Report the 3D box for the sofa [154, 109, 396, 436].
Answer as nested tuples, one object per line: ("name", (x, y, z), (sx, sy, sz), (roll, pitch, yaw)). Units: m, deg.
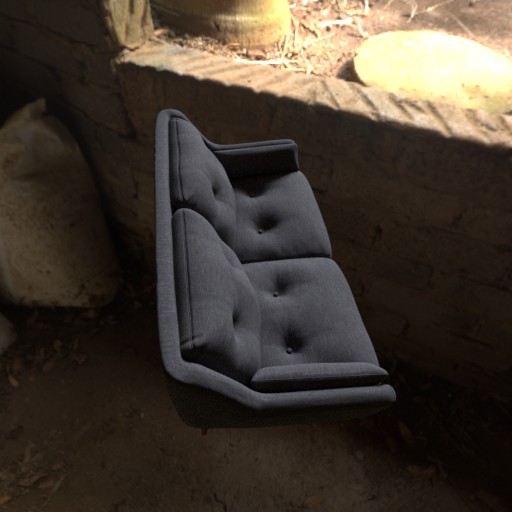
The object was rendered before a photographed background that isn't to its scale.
("sofa", (0.000, 0.000, 2.450), (0.975, 0.896, 1.929), (-7, 48, -6))
